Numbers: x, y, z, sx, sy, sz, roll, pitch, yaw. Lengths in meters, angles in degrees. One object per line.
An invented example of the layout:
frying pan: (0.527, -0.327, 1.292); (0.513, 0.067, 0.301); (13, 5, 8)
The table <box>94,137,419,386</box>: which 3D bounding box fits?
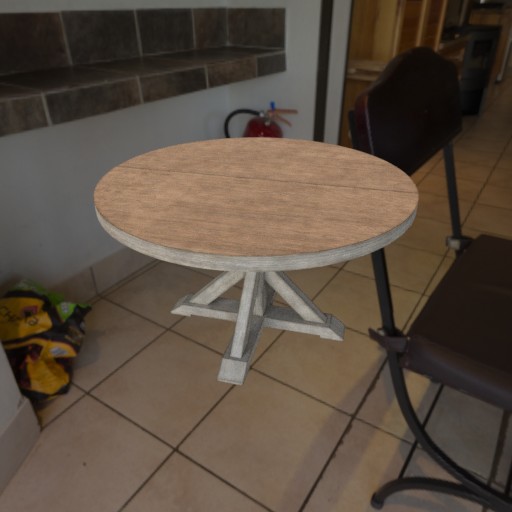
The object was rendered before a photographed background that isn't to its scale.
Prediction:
table: (0.000, 0.000, 2.138); (1.363, 0.781, 1.363); (0, 30, 0)
